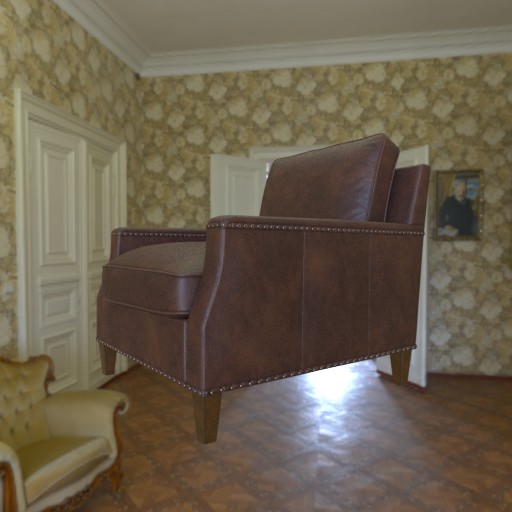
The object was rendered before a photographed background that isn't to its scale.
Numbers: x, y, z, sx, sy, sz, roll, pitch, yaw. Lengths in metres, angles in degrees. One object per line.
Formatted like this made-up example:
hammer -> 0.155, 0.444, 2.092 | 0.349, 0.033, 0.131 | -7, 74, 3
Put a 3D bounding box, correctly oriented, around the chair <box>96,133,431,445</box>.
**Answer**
chair -> 0.000, 0.000, 1.694 | 1.014, 0.929, 0.853 | -1, 1, -37
